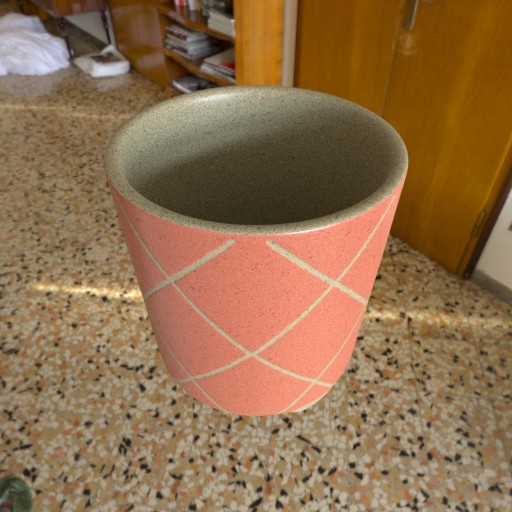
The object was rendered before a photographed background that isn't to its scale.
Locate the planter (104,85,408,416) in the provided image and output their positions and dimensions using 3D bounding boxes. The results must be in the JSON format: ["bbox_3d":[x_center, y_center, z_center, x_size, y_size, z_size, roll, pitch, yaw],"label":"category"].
[{"bbox_3d":[0.000,0.000,0.351,0.191,0.200,0.191,0,42,0],"label":"planter"}]
